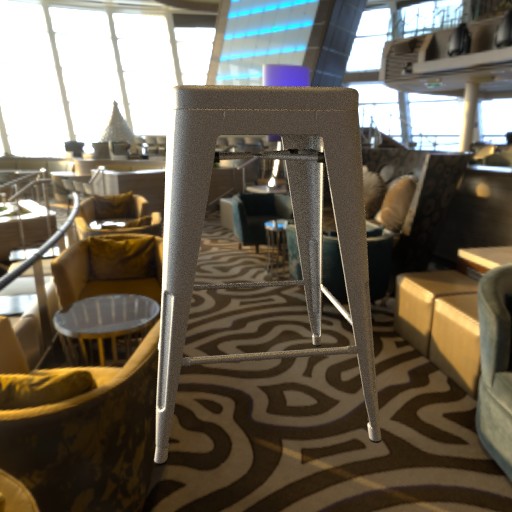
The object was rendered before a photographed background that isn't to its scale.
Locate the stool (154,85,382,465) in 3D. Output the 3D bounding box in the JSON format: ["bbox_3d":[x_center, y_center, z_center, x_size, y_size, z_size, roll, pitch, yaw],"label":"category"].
[{"bbox_3d":[0.000,0.000,0.887,0.406,0.610,0.406,-2,15,-8],"label":"stool"}]
